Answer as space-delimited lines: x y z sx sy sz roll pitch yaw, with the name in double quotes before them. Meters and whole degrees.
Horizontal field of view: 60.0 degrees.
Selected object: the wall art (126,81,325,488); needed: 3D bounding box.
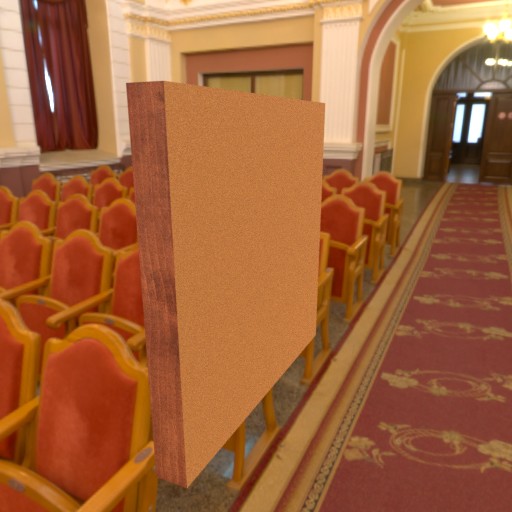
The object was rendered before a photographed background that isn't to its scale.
"wall art" 0.000 0.000 0.567 0.038 0.385 0.386 8 18 26
